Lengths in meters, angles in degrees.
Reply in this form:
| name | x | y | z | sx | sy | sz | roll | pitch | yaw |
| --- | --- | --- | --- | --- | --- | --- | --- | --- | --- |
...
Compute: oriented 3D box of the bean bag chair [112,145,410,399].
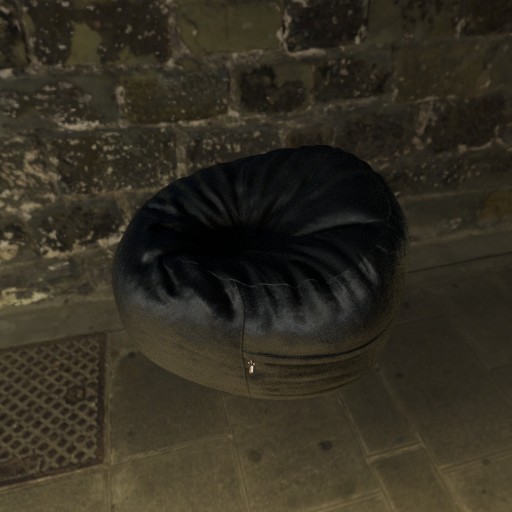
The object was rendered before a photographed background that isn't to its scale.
| name | x | y | z | sx | sy | sz | roll | pitch | yaw |
| --- | --- | --- | --- | --- | --- | --- | --- | --- | --- |
| bean bag chair | 0.000 | 0.000 | 2.422 | 1.524 | 0.878 | 1.524 | 0 | 40 | 0 |
